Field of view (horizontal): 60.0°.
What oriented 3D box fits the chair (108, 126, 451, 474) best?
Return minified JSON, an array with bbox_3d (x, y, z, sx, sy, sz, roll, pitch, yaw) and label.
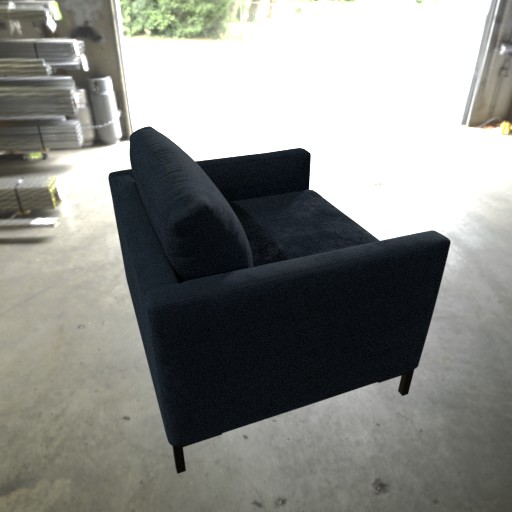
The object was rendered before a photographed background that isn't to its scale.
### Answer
[{"bbox_3d":[0.000,0.000,1.590,0.875,0.812,0.964,-11,33,-18],"label":"chair"}]
